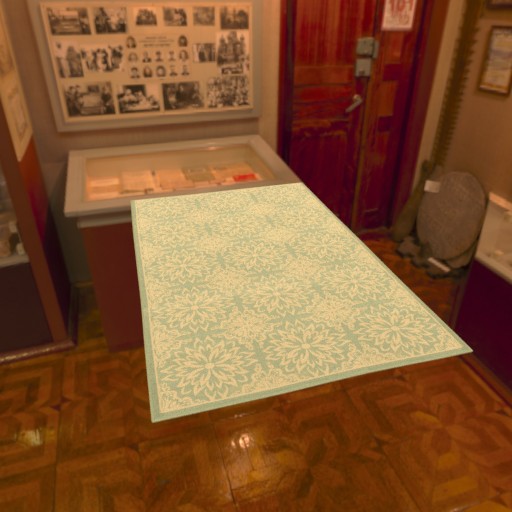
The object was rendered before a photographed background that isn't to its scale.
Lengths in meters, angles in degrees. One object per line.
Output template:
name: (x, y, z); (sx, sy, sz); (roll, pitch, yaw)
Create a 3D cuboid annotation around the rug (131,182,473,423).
rug: (0.000, 0.000, 3.471); (1.819, 0.018, 2.746); (-8, 32, -14)
